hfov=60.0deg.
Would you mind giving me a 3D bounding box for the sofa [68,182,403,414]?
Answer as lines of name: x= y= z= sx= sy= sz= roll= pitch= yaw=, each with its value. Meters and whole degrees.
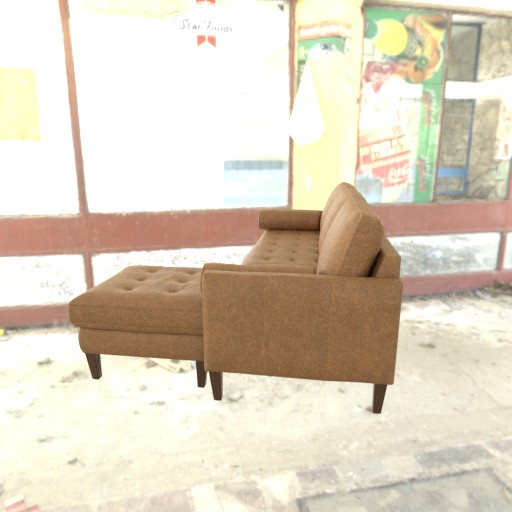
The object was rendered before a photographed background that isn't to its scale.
sofa: x=0.000 y=0.000 z=2.937 sx=1.506 sy=0.876 sz=2.178 roll=2 pitch=14 yaw=8
